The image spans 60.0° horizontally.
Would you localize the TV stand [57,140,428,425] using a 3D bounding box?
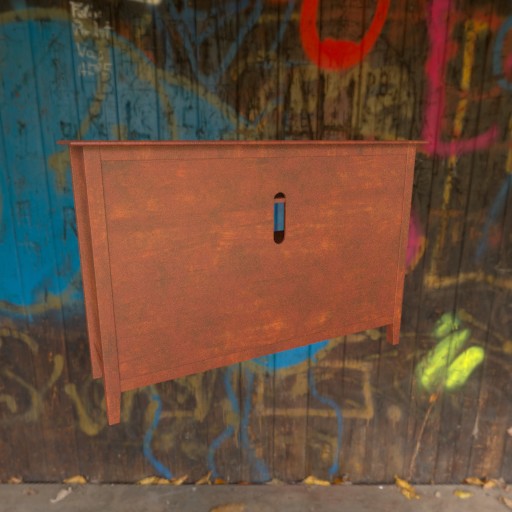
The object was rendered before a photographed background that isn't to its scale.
[{"bbox_3d":[0.000,0.000,1.814,1.372,0.915,0.445,-8,16,-27],"label":"TV stand"}]
